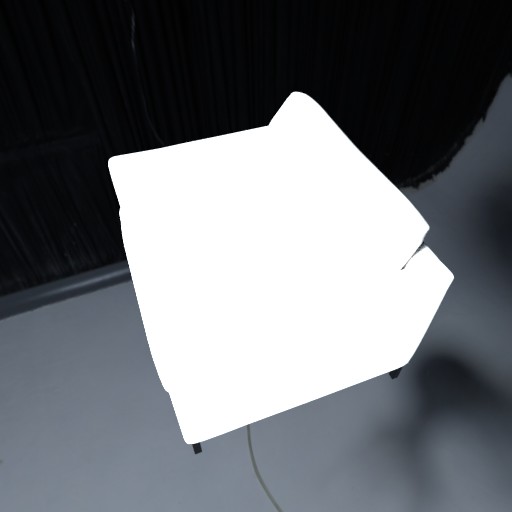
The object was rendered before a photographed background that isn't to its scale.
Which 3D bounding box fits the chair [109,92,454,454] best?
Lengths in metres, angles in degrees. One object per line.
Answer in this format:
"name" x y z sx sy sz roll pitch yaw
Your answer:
"chair" 0.000 0.000 1.607 0.875 0.806 0.964 -16 49 -14
